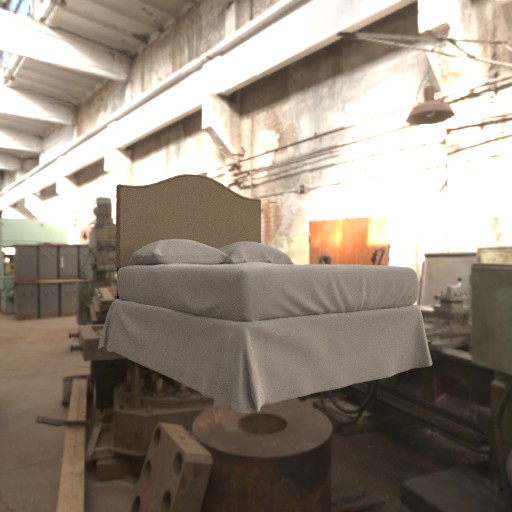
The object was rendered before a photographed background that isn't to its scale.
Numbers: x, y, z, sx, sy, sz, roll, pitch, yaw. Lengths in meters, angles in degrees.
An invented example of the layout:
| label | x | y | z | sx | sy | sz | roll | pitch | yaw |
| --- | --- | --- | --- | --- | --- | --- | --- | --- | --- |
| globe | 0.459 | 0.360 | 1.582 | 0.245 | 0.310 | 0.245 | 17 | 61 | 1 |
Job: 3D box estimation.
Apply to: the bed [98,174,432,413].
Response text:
| label | x | y | z | sx | sy | sz | roll | pitch | yaw |
| --- | --- | --- | --- | --- | --- | --- | --- | --- | --- |
| bed | 0.000 | 0.000 | 3.600 | 1.876 | 1.645 | 2.221 | 1 | -1 | -37 |
